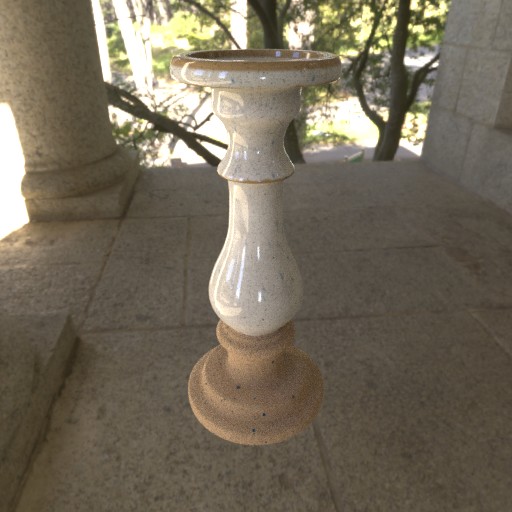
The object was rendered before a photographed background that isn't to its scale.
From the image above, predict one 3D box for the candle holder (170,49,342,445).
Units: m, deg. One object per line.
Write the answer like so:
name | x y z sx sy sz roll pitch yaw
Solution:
candle holder | 0.000 0.000 0.244 0.088 0.203 0.088 0 29 0
